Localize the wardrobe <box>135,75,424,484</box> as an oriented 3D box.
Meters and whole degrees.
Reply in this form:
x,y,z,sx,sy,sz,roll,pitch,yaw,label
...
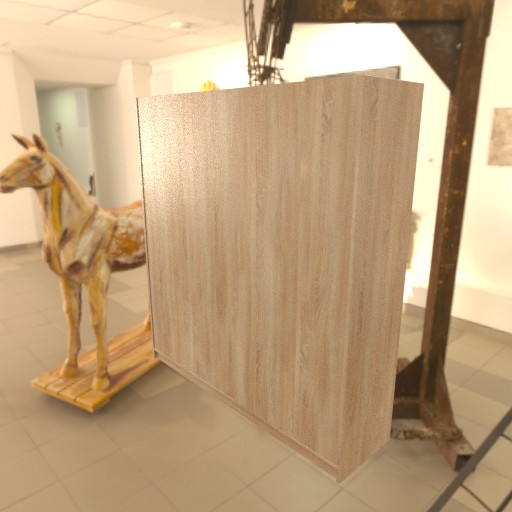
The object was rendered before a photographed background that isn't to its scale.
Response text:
x,y,z,sx,sy,sz,roll,pitch,yaw,label
0.000,0.000,3.106,0.598,2.159,1.998,-15,21,-42,wardrobe
